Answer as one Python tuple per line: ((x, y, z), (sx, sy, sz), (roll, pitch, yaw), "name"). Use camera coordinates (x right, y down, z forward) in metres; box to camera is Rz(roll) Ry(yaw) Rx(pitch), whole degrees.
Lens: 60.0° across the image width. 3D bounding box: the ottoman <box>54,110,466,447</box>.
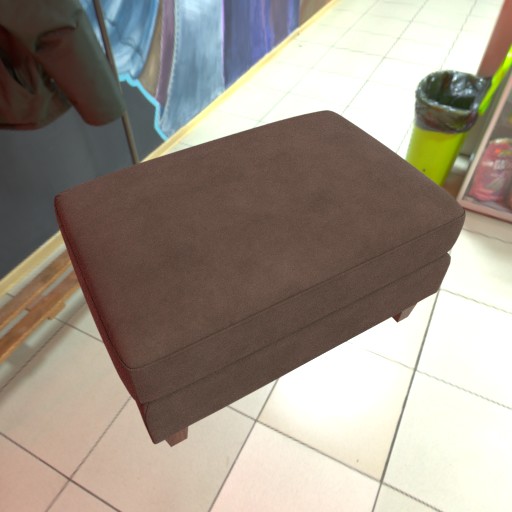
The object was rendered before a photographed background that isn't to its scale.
((0.000, 0.000, 1.185), (0.864, 0.483, 0.584), (-23, 51, -20), "ottoman")
